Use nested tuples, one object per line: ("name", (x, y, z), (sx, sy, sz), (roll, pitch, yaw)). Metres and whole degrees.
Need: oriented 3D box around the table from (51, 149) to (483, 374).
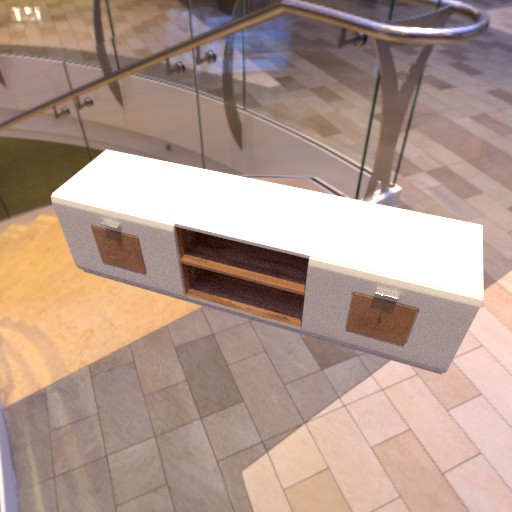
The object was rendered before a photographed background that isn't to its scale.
("table", (0.000, 0.000, 1.766), (1.550, 0.440, 0.400), (14, 44, 15))
